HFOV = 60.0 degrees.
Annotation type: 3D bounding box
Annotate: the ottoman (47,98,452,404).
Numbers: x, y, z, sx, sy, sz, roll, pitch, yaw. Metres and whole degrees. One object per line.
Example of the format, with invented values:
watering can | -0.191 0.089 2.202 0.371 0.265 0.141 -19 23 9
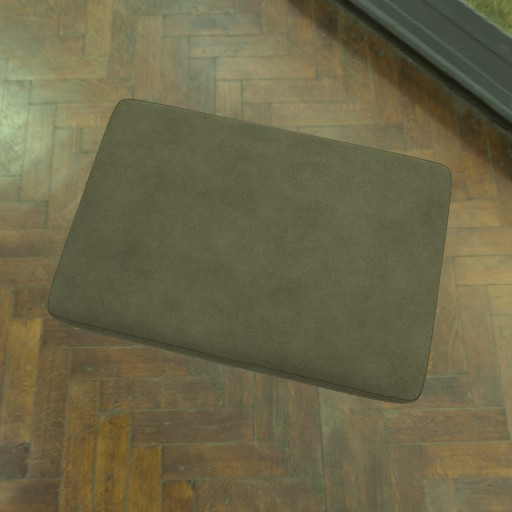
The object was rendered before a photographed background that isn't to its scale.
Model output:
ottoman | 0.000 0.000 1.188 0.864 0.483 0.584 13 76 3
